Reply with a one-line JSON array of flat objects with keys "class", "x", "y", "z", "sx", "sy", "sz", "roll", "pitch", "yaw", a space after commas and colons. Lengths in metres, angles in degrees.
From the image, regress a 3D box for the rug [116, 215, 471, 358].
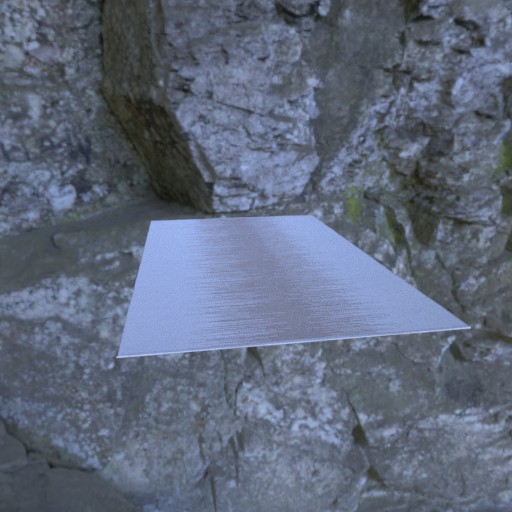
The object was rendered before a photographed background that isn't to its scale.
[{"class": "rug", "x": 0.000, "y": 0.000, "z": 2.988, "sx": 1.522, "sy": 0.012, "sz": 2.440, "roll": -3, "pitch": 17, "yaw": -9}]
